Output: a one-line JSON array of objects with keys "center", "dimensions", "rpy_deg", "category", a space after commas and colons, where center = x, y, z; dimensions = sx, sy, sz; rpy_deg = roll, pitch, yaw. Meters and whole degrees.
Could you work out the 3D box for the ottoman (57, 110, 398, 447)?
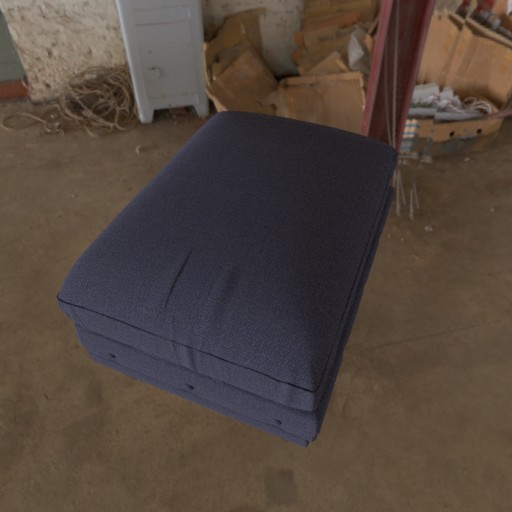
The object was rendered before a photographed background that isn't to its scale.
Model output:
[{"center": [0.000, 0.000, 1.125], "dimensions": [0.558, 0.486, 0.767], "rpy_deg": [17, 48, 15], "category": "ottoman"}]
